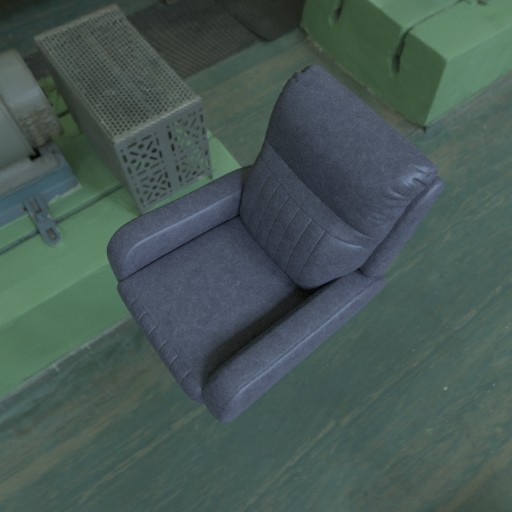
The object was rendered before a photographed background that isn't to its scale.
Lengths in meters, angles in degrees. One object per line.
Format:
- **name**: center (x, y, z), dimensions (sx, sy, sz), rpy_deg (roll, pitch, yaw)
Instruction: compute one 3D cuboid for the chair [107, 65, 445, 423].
- **chair**: center (0.000, 0.000, 1.801), dimensions (1.067, 1.067, 0.865), rpy_deg (-35, 68, -16)
